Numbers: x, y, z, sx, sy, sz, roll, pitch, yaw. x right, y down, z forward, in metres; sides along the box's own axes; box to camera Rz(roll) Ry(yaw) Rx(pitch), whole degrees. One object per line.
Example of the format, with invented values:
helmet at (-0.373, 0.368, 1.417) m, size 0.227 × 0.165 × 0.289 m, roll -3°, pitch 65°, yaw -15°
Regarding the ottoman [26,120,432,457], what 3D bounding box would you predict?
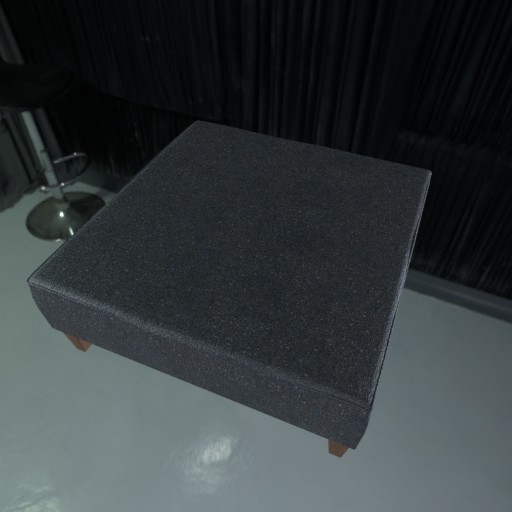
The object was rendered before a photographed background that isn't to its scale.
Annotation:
ottoman at (0.000, 0.000, 1.524) m, size 0.968 × 0.382 × 1.004 m, roll 17°, pitch 47°, yaw 16°
